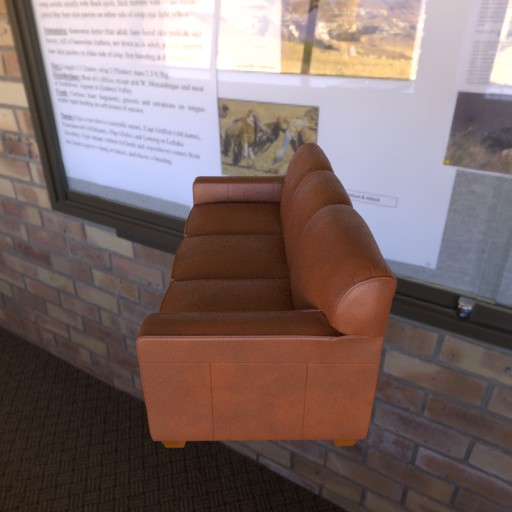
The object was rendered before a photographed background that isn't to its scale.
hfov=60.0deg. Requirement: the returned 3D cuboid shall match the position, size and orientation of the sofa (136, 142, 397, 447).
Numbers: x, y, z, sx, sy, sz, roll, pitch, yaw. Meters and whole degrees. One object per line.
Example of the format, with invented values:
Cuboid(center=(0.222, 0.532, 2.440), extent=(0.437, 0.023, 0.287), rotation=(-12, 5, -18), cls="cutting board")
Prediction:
Cuboid(center=(0.000, 0.000, 2.635), extent=(1.008, 0.953, 2.039), rotation=(0, 28, -1), cls="sofa")
